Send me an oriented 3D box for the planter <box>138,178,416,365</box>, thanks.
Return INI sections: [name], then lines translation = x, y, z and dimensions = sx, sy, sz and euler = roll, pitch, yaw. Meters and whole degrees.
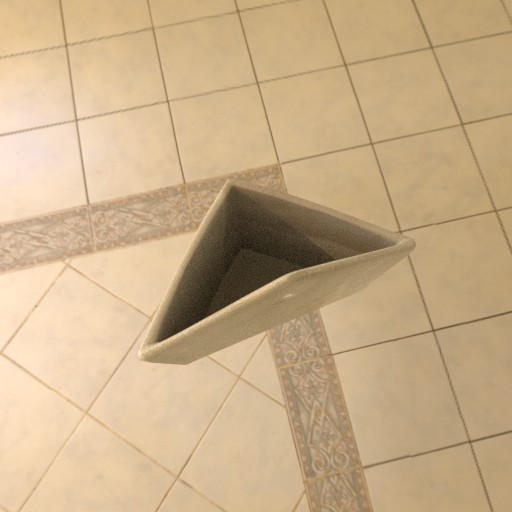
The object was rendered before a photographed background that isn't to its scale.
[planter]
translation = 0.000, 0.000, 0.282
dimensions = 0.163, 0.194, 0.080
euler = -22, 77, -5
